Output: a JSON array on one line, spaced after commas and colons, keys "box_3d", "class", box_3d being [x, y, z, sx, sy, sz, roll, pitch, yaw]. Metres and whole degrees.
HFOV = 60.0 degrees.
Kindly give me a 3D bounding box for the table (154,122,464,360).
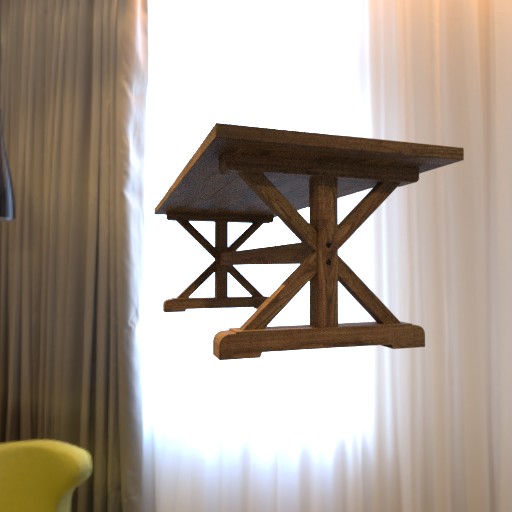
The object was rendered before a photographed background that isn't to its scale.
[{"box_3d": [0.000, 0.000, 2.403, 0.907, 0.733, 2.031, 0, -2, -18], "class": "table"}]
